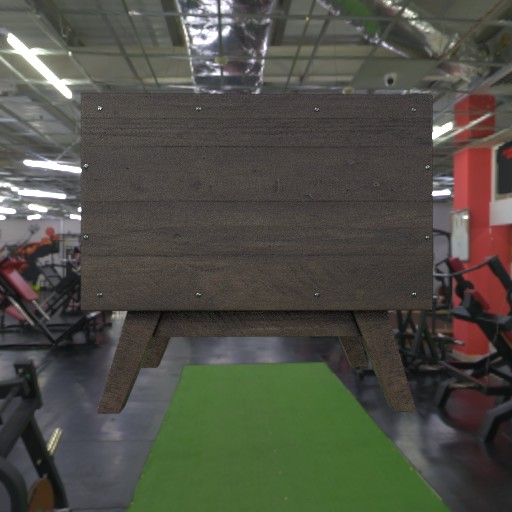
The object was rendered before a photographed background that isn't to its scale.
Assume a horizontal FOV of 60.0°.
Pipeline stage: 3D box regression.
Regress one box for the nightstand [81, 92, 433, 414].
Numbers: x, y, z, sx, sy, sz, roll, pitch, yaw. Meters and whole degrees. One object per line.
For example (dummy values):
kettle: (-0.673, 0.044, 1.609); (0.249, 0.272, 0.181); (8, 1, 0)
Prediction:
nightstand: (0.000, 0.000, 1.040); (0.650, 0.599, 0.450); (0, 0, -1)
